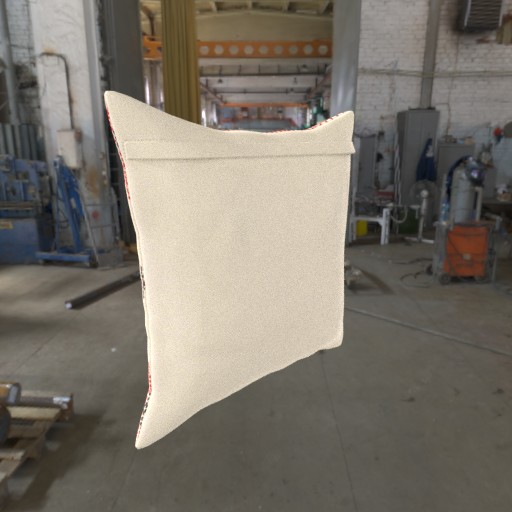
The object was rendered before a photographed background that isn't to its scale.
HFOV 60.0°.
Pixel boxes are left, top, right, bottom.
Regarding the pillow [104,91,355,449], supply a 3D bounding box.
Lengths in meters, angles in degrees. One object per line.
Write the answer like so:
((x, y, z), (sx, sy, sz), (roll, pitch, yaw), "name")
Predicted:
((0.000, 0.000, 0.694), (0.463, 0.454, 0.160), (-14, 20, -42), "pillow")
